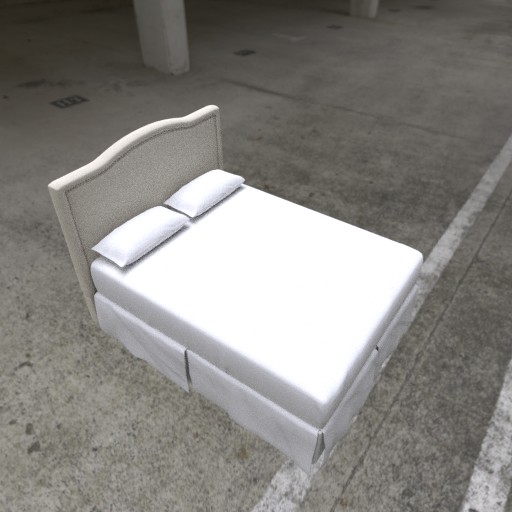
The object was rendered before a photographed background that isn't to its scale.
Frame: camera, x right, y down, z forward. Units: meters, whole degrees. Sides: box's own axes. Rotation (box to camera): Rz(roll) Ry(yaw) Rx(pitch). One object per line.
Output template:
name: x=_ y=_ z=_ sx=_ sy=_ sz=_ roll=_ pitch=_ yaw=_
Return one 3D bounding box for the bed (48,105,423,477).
bed: x=0.000 y=0.000 z=3.313 sx=2.196 sy=1.449 sz=1.741 roll=25 pitch=46 yaw=26
